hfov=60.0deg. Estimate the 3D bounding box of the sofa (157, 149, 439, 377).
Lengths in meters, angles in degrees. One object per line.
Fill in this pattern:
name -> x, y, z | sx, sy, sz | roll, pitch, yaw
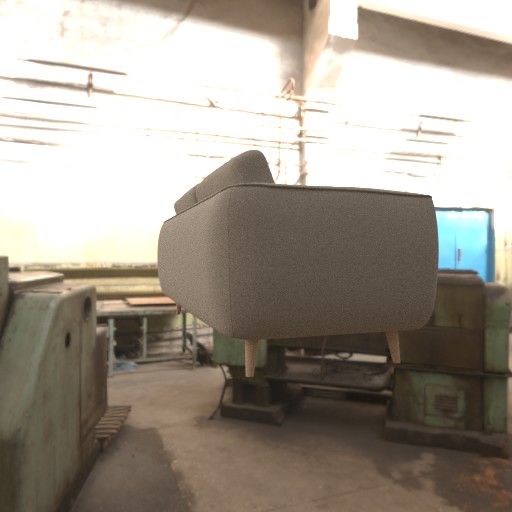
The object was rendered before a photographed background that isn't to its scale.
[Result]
sofa -> 0.000, 0.000, 2.491 | 0.920, 0.850, 2.000 | 0, 0, -19
